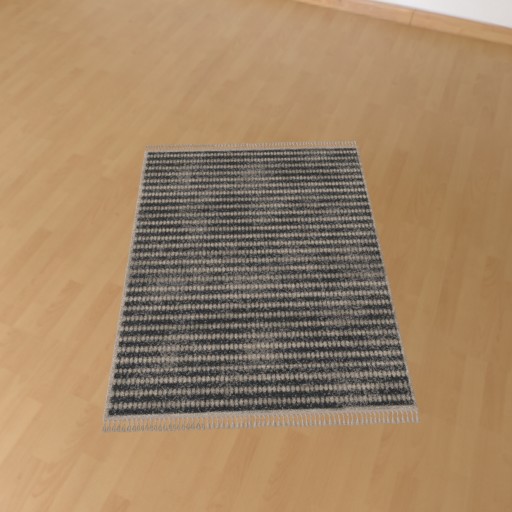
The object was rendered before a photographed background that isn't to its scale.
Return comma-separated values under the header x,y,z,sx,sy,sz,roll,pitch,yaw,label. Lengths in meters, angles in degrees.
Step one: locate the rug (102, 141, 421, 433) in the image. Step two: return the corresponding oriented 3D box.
x,y,z,sx,sy,sz,roll,pitch,yaw,label
0.000,0.000,3.923,2.256,0.013,2.910,-1,56,-1,rug
